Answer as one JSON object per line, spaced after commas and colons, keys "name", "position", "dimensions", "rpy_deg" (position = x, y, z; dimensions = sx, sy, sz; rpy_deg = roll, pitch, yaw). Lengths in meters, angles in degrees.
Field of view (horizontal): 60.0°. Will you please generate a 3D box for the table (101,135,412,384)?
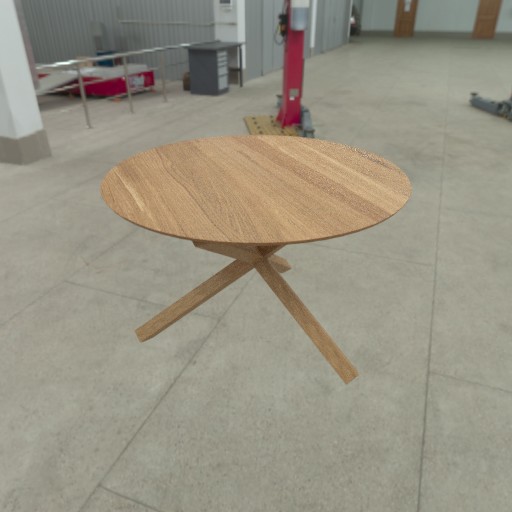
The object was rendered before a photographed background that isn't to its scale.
{"name": "table", "position": [0.000, 0.000, 1.710], "dimensions": [1.038, 0.666, 1.038], "rpy_deg": [0, 30, 0]}
